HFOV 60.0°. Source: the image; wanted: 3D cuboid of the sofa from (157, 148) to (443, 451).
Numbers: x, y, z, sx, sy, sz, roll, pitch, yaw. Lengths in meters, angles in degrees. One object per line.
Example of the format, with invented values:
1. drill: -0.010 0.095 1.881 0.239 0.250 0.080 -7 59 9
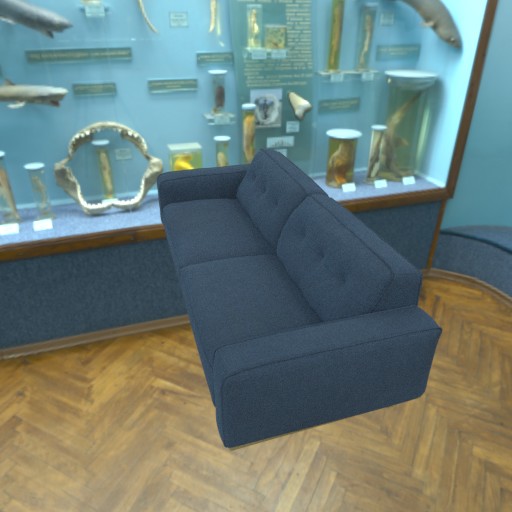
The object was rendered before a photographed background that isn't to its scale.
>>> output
1. sofa: 0.000 0.000 2.708 0.953 0.782 2.270 -9 31 -15
